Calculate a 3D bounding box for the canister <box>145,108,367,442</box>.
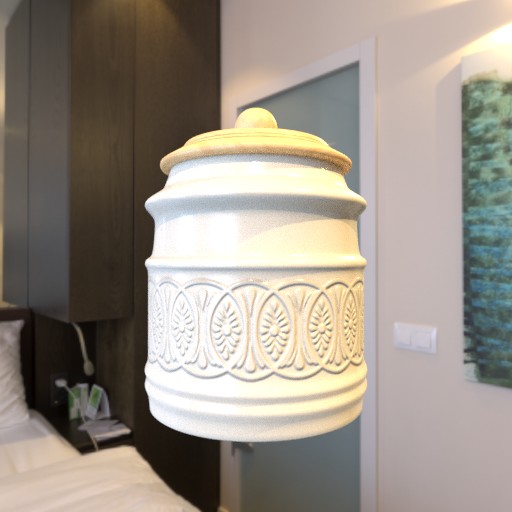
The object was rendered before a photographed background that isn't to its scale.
[{"bbox_3d":[0.000,0.000,0.267,0.130,0.176,0.130,0,0,0],"label":"canister"}]
